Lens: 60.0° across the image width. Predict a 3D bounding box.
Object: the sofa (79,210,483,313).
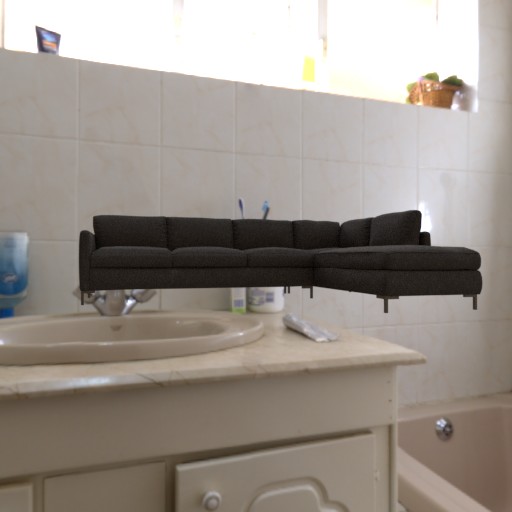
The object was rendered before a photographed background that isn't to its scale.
[{"bbox_3d":[0.000,0.000,3.829,2.949,0.815,2.007,0,-1,-16],"label":"sofa"}]
